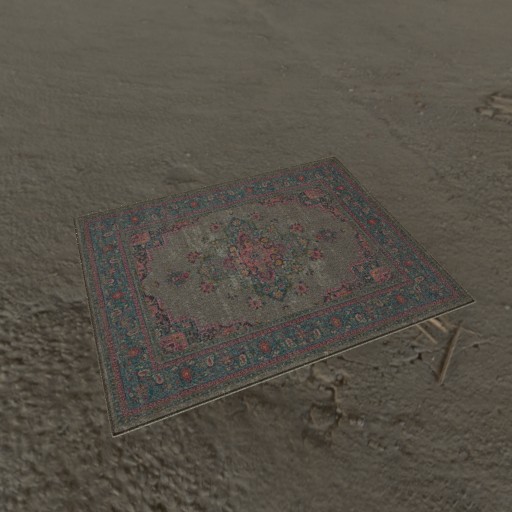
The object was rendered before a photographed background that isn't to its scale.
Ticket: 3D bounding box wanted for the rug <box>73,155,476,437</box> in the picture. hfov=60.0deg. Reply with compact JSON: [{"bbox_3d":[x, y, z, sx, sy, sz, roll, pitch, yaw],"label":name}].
[{"bbox_3d":[0.000,0.000,4.141,3.057,0.013,2.434,-16,47,-15],"label":"rug"}]
